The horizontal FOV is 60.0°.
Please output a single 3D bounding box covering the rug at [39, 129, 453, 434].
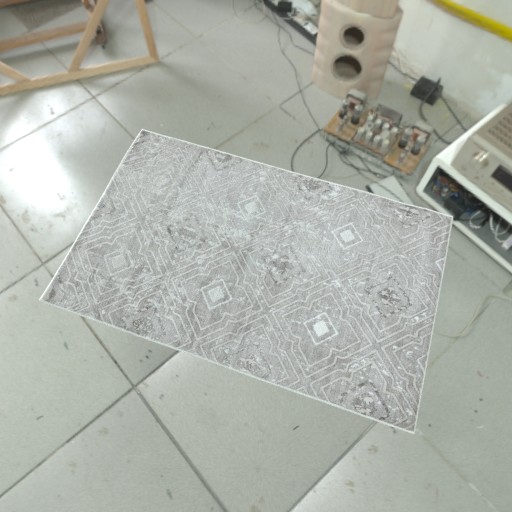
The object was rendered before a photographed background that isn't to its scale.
[{"bbox_3d":[0.000,0.000,3.013,2.447,0.036,1.537,17,65,8],"label":"rug"}]
